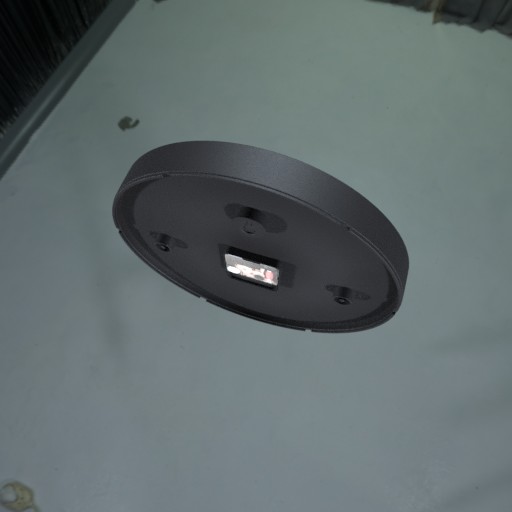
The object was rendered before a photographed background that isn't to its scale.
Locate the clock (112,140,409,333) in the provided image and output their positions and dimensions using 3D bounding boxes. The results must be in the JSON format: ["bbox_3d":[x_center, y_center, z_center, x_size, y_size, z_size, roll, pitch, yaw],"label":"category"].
[{"bbox_3d":[0.000,0.000,0.450,0.293,0.293,0.040,16,64,8],"label":"clock"}]
